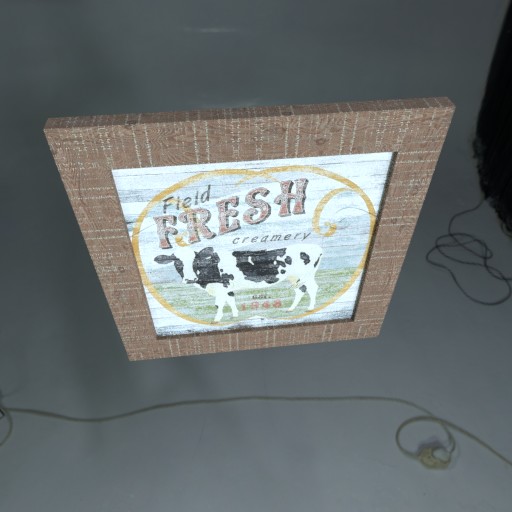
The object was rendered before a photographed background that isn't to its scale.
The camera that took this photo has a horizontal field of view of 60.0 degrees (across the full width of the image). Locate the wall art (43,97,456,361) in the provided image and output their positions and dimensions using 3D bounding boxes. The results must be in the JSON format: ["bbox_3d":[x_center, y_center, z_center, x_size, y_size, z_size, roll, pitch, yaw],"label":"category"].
[{"bbox_3d":[0.000,0.000,0.765,0.531,0.531,0.029,-5,45,-5],"label":"wall art"}]
